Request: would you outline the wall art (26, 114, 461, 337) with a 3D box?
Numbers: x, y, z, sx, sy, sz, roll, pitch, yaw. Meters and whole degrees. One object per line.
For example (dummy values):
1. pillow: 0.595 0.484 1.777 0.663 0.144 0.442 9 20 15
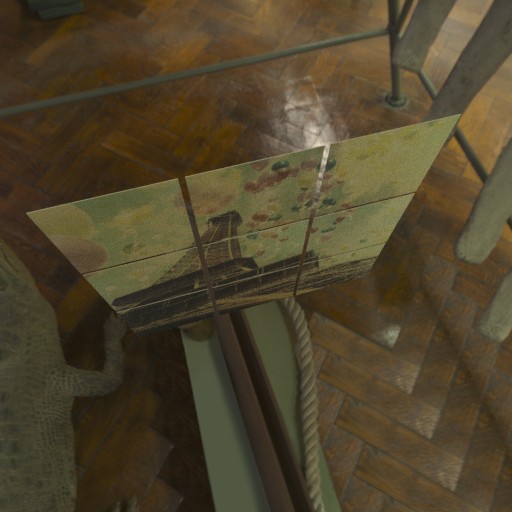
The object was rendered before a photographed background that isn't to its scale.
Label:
1. wall art: 0.000 0.000 2.175 1.517 1.505 0.002 -14 66 -7
